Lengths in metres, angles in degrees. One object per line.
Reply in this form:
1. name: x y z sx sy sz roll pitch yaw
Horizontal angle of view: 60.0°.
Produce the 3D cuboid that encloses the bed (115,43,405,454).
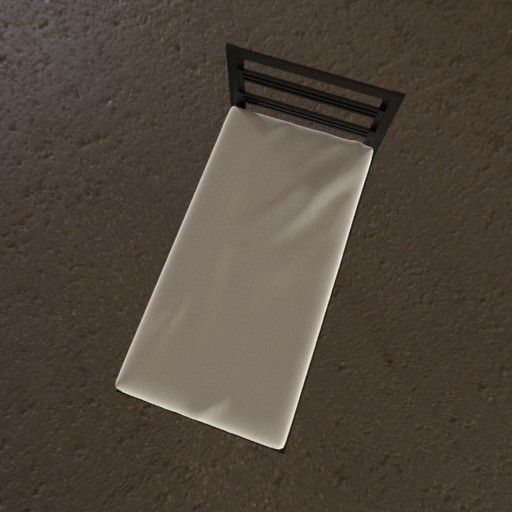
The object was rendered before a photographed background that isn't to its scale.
1. bed: 0.000 0.000 2.564 0.991 0.967 1.930 18 74 5
